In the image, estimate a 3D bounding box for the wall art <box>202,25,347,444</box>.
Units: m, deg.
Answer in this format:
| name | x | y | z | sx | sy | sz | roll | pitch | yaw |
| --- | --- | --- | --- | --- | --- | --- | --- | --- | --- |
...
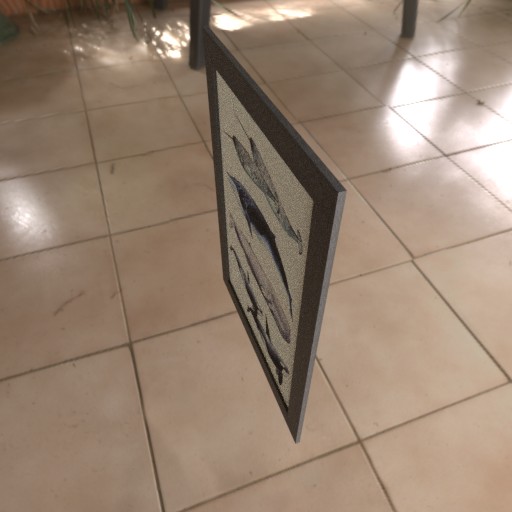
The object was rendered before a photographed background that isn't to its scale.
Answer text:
| name | x | y | z | sx | sy | sz | roll | pitch | yaw |
| --- | --- | --- | --- | --- | --- | --- | --- | --- | --- |
| wall art | 0.000 | 0.000 | 1.412 | 0.016 | 1.116 | 0.810 | -16 | 49 | -14 |
